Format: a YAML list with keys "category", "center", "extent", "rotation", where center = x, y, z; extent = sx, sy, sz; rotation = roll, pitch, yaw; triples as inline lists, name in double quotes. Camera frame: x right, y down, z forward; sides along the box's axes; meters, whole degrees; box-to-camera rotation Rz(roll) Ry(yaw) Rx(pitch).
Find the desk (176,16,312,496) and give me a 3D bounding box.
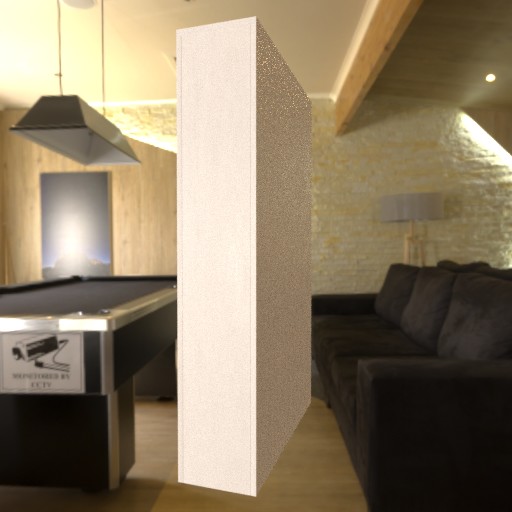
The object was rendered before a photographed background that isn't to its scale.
- category: "desk"
  center: [0.000, 0.000, 1.575]
  extent: [0.250, 1.280, 0.750]
  rotation: [0, 2, 18]
